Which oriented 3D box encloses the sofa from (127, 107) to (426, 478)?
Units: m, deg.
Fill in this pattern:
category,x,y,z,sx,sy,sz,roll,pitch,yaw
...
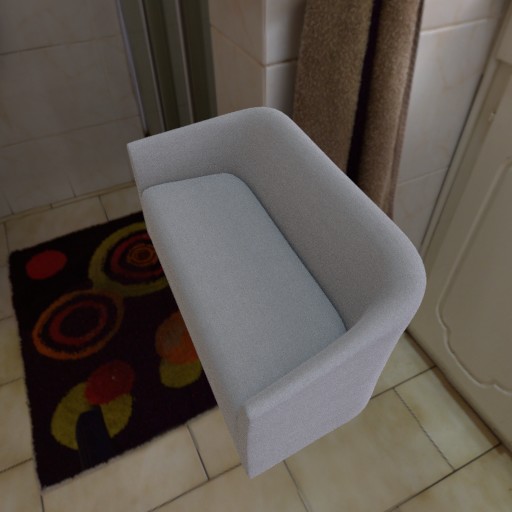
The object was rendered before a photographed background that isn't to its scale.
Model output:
category,x,y,z,sx,sy,sz,roll,pitch,yaw
sofa,0.000,0.000,1.864,0.705,0.721,1.452,-18,48,-16
